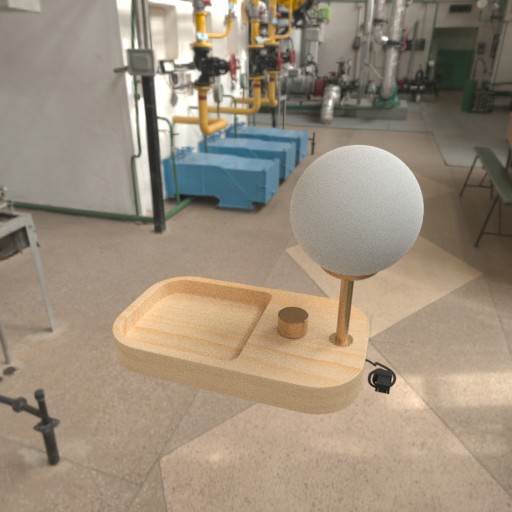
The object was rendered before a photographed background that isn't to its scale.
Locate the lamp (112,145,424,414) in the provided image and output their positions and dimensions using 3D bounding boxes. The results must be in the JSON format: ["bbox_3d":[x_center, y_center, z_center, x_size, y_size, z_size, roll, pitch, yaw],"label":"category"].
[{"bbox_3d":[0.000,0.000,0.488,0.331,0.253,0.173,8,27,16],"label":"lamp"}]
